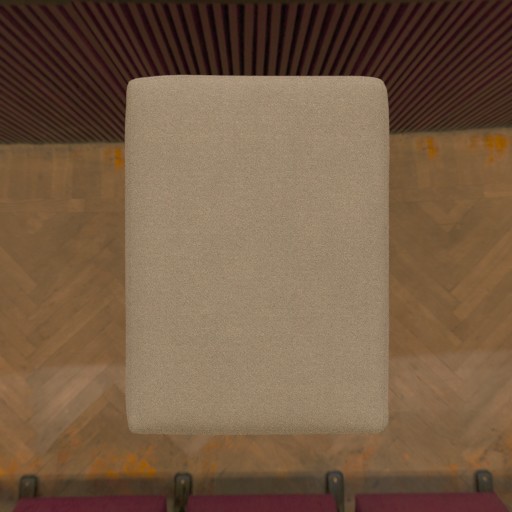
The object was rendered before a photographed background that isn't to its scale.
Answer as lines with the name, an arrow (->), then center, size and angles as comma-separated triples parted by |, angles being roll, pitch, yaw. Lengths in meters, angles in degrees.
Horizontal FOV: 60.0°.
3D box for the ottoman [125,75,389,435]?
ottoman -> 0.000, 0.000, 1.126 | 0.569, 0.499, 0.773 | 0, 90, -1
